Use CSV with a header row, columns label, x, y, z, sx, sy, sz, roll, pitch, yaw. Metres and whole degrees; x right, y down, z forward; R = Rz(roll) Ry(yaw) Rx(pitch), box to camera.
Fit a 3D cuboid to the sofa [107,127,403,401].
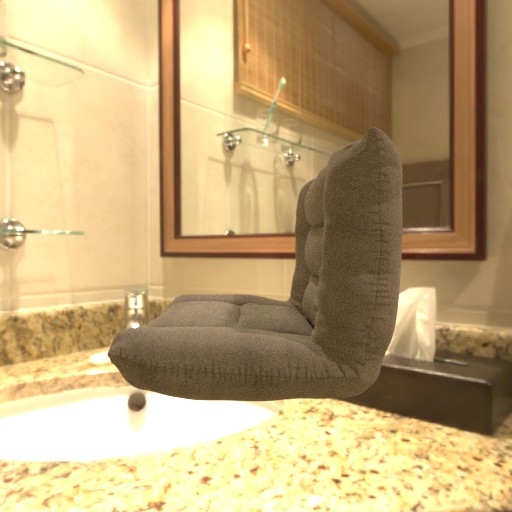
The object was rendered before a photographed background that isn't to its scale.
label,x,y,z,sx,sy,sz,roll,pitch,yaw
sofa,0.000,0.000,1.733,0.847,0.795,1.144,0,1,0
